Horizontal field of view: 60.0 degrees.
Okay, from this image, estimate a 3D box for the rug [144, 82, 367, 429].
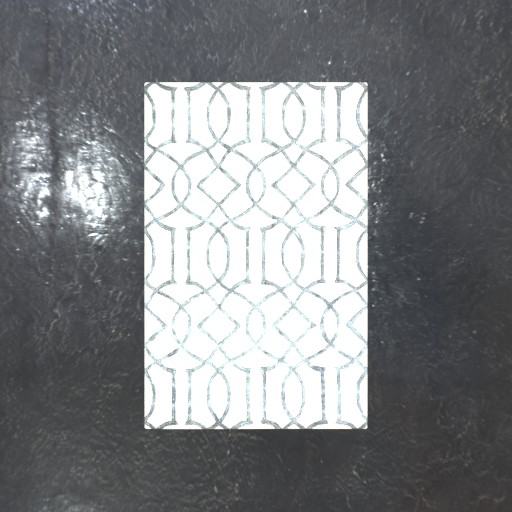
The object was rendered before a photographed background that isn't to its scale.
[{"bbox_3d":[0.000,0.000,3.027,1.521,0.017,2.365,0,90,0],"label":"rug"}]
